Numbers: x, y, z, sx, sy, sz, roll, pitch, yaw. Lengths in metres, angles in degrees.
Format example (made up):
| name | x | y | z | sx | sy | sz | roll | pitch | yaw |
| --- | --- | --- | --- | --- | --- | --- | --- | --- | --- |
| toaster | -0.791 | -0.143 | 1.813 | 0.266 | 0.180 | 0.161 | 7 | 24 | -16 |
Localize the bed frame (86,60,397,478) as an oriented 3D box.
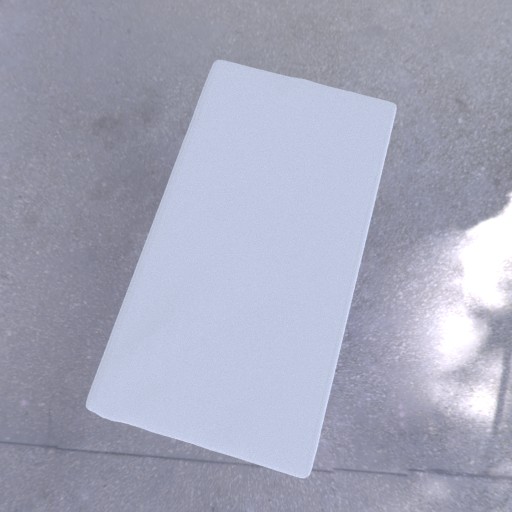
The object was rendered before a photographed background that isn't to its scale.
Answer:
| name | x | y | z | sx | sy | sz | roll | pitch | yaw |
| --- | --- | --- | --- | --- | --- | --- | --- | --- | --- |
| bed frame | 0.000 | 0.000 | 2.370 | 1.025 | 0.640 | 1.908 | 16 | 75 | 4 |
